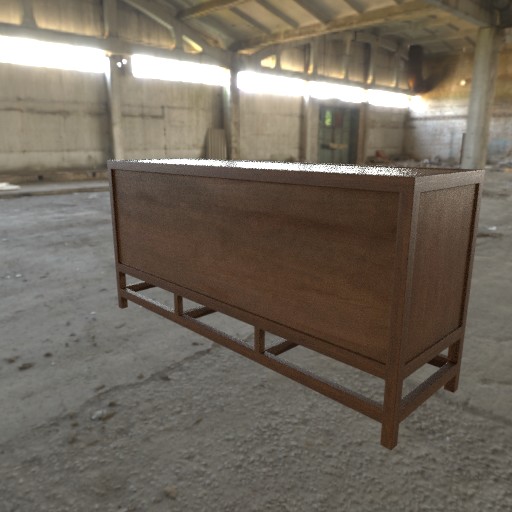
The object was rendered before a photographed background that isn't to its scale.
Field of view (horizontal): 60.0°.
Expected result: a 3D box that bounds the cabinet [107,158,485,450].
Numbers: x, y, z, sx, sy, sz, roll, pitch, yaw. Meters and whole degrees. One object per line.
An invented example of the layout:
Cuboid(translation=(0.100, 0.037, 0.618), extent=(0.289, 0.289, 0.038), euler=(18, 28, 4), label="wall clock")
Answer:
Cuboid(translation=(0.000, 0.000, 2.014), extent=(0.522, 0.820, 1.708), euler=(-13, 19, -43), label="cabinet")
